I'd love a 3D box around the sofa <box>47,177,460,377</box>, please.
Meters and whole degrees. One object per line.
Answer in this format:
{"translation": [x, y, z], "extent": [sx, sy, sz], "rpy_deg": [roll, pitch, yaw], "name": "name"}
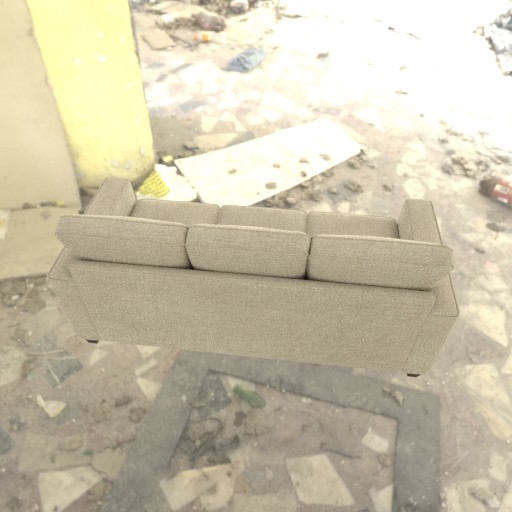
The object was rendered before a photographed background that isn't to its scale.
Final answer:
{"translation": [0.000, 0.000, 2.675], "extent": [2.133, 0.965, 0.939], "rpy_deg": [5, 46, 5], "name": "sofa"}
